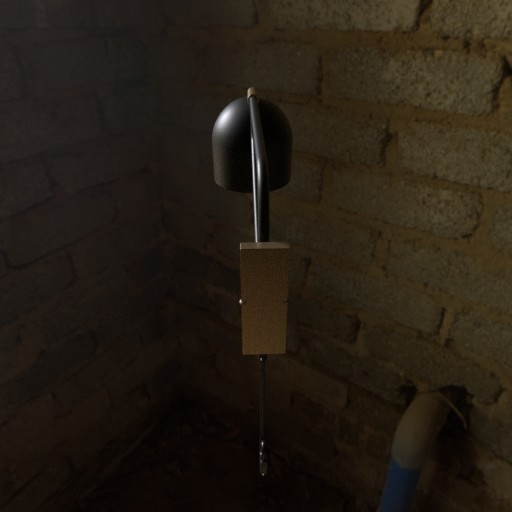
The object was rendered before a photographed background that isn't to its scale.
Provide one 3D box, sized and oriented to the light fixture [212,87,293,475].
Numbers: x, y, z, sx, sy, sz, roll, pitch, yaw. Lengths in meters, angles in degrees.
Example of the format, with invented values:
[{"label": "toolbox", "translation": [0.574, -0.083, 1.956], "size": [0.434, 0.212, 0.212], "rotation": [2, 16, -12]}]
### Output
[{"label": "light fixture", "translation": [0.000, 0.000, 1.071], "size": [0.215, 0.696, 0.720], "rotation": [-1, 30, -2]}]
